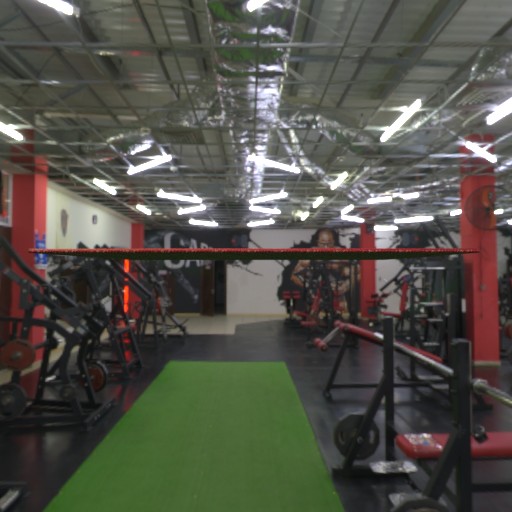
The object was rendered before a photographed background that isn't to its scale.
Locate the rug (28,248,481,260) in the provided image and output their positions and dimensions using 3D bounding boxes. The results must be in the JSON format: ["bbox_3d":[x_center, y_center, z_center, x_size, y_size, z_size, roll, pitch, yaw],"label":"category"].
[{"bbox_3d":[0.000,0.000,3.962,2.905,0.028,2.340,0,-2,1],"label":"rug"}]
